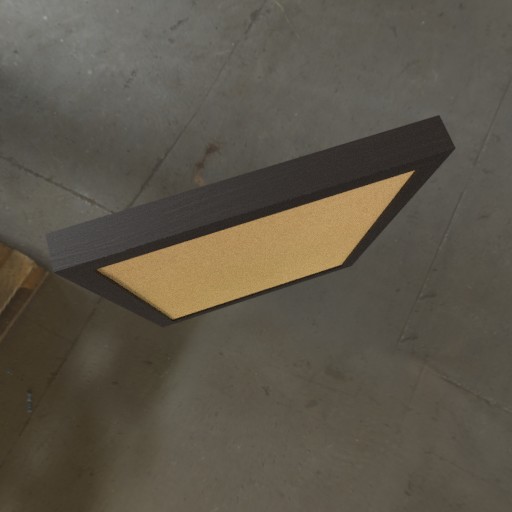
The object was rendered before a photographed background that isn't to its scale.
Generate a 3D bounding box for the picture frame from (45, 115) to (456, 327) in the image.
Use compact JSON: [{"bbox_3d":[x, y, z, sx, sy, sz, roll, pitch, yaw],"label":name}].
[{"bbox_3d":[0.000,0.000,0.747,0.452,0.555,0.044,-18,76,-5],"label":"picture frame"}]
